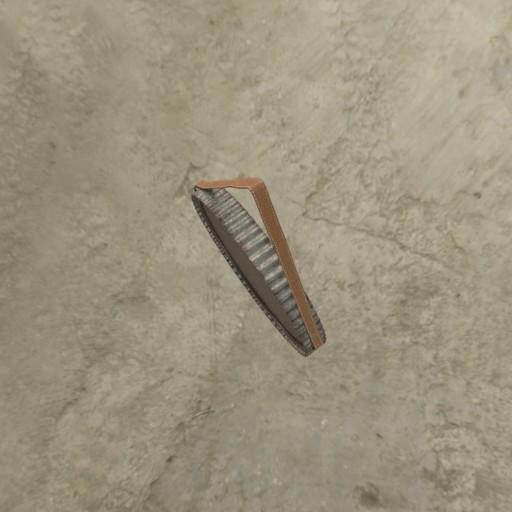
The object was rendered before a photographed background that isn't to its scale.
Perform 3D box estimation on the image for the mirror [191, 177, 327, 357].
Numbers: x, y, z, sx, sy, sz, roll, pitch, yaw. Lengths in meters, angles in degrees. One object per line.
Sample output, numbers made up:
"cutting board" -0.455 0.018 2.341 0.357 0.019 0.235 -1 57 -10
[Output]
"mirror" 0.000 0.000 0.709 0.042 0.568 0.355 -35 79 -8
